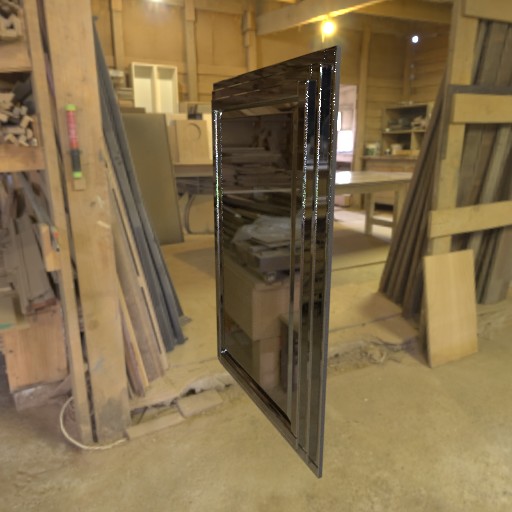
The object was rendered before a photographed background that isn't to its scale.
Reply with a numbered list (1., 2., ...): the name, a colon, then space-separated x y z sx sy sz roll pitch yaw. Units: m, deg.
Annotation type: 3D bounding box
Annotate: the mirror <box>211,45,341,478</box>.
1. mirror: 0.000 0.000 1.162 0.039 0.914 0.613 -7 16 -25
